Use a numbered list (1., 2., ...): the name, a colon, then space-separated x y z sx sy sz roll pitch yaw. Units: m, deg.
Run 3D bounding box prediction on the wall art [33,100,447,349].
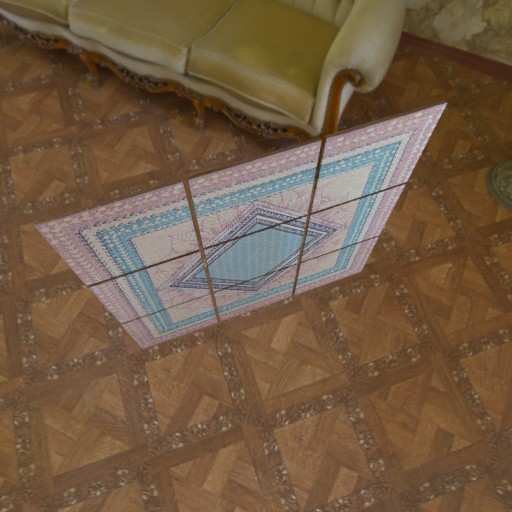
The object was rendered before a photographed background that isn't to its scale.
1. wall art: 0.000 0.000 2.225 1.527 1.525 0.014 -19 65 -9
